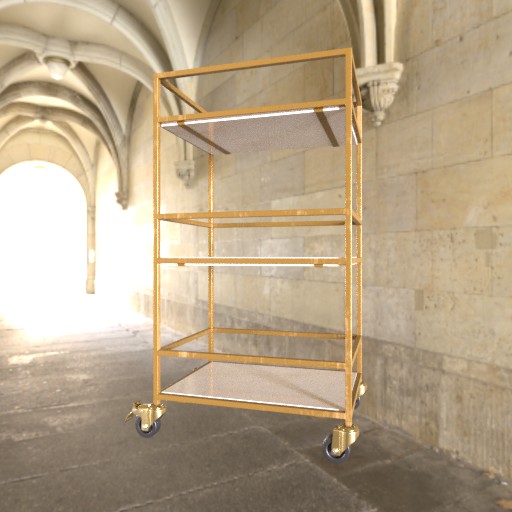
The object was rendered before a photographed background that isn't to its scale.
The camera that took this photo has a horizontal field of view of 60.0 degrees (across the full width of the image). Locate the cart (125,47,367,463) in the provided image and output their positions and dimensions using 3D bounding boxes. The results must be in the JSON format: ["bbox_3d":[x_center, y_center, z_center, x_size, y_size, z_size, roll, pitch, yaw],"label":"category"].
[{"bbox_3d":[0.000,0.000,1.019,0.483,0.761,0.332,0,0,17],"label":"cart"}]
